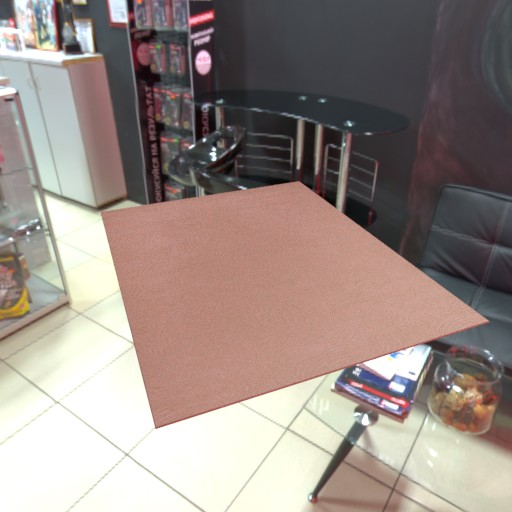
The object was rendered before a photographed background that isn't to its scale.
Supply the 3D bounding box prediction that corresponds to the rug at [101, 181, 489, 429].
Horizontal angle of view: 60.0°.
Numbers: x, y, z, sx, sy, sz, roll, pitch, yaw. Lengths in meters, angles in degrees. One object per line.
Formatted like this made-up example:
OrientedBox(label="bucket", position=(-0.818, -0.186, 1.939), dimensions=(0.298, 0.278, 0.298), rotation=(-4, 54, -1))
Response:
OrientedBox(label="rug", position=(0.000, 0.000, 3.438), dimensions=(2.073, 0.011, 2.584), rotation=(-12, 33, -19))
